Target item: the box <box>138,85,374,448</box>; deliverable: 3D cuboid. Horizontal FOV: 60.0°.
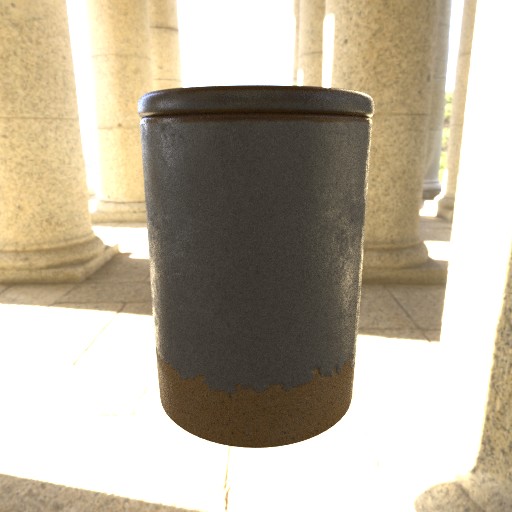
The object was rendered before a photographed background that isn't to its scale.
[{"bbox_3d":[0.000,0.000,0.248,0.118,0.168,0.118,0,15,0],"label":"box"}]
